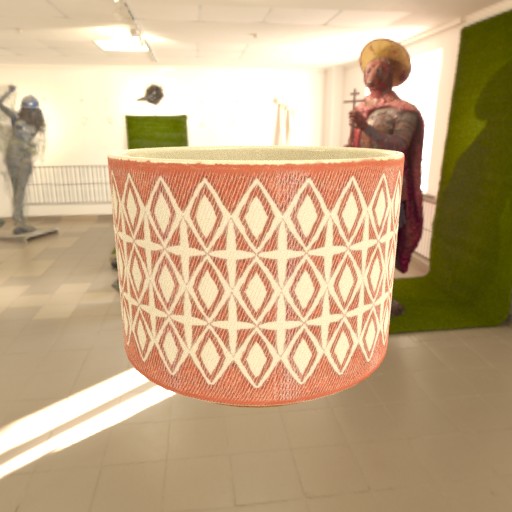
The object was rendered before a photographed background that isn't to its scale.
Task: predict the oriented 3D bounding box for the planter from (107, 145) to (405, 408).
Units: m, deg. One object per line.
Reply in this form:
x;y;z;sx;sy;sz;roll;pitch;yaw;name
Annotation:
0.000;0.000;0.321;0.192;0.148;0.192;0;16;0;planter
